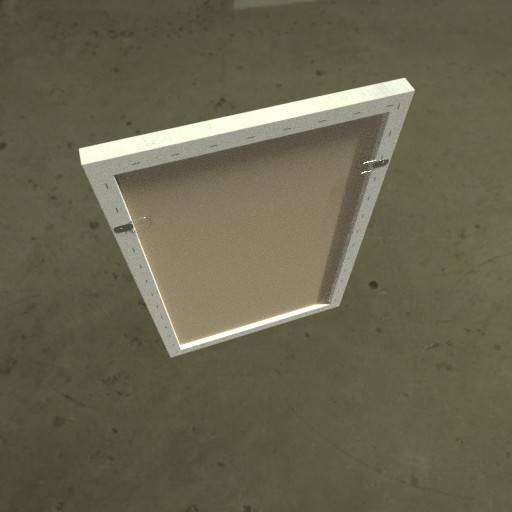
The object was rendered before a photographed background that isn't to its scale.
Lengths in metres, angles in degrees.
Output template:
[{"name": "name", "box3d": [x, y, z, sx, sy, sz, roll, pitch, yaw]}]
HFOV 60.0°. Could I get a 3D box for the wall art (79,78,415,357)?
[{"name": "wall art", "box3d": [0.000, 0.000, 1.182, 0.624, 0.914, 0.043, -15, 58, -10]}]
